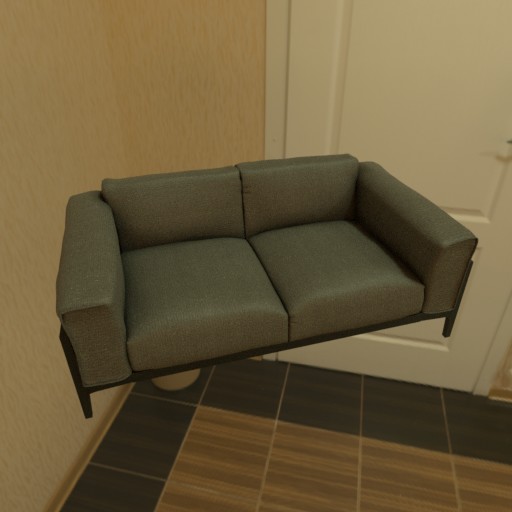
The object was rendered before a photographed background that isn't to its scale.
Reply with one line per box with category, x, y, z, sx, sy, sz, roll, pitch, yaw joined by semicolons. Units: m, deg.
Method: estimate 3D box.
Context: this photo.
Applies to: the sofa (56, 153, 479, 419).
sofa;0.000;0.000;2.133;1.690;0.656;0.960;-9;34;-14
